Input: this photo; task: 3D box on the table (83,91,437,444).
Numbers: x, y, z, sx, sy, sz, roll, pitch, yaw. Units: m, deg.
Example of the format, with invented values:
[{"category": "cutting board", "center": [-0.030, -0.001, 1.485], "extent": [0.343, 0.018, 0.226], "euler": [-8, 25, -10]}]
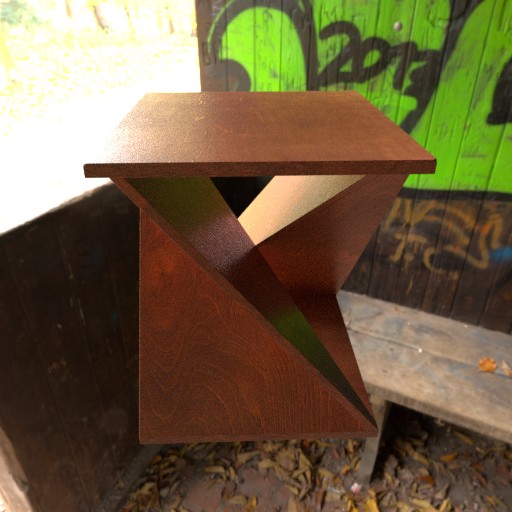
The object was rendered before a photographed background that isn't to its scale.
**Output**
[{"category": "table", "center": [0.000, 0.000, 0.848], "extent": [0.427, 0.520, 0.427], "euler": [-1, 31, -2]}]
